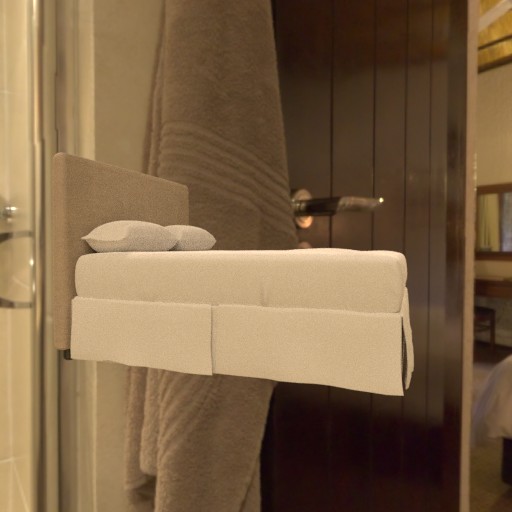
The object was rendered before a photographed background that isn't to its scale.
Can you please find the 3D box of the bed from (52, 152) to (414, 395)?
[{"bbox_3d":[0.000,0.000,3.219,2.162,1.330,1.713,0,1,19],"label":"bed"}]
